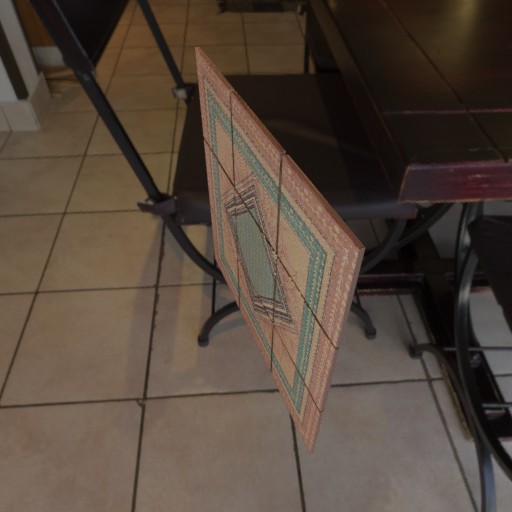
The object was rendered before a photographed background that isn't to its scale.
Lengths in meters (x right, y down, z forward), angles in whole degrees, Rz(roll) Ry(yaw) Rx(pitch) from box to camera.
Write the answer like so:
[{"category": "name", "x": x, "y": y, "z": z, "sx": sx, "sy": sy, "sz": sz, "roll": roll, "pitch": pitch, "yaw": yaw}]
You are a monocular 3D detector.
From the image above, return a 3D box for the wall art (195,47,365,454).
[{"category": "wall art", "x": 0.000, "y": 0.000, "z": 1.355, "sx": 0.013, "sy": 0.914, "sz": 0.915, "roll": -17, "pitch": 48, "yaw": -15}]
